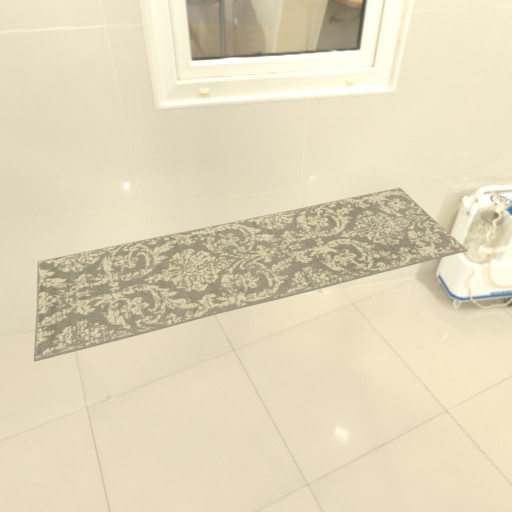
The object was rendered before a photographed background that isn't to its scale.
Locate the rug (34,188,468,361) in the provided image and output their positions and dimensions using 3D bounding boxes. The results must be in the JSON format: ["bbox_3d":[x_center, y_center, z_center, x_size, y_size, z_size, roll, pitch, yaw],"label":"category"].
[{"bbox_3d":[0.000,0.000,2.359,2.196,0.011,0.662,-13,43,-14],"label":"rug"}]
